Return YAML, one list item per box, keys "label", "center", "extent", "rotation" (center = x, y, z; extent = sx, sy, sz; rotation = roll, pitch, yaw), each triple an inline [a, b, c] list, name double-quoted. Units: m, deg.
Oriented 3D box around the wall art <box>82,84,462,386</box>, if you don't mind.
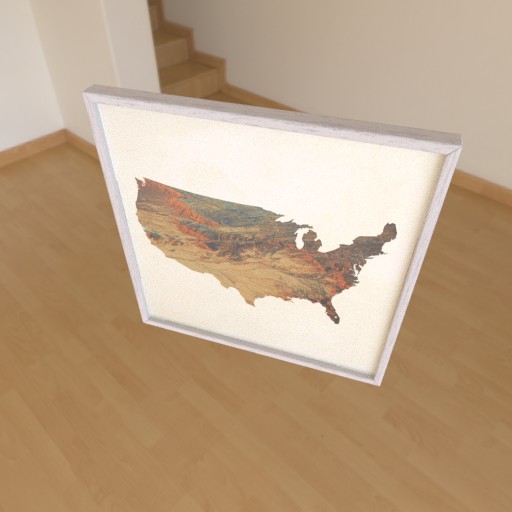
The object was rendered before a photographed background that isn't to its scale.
- label: "wall art"
  center: [0.000, 0.000, 1.893]
  extent: [1.287, 1.288, 0.078]
  rotation: [12, 44, 13]
